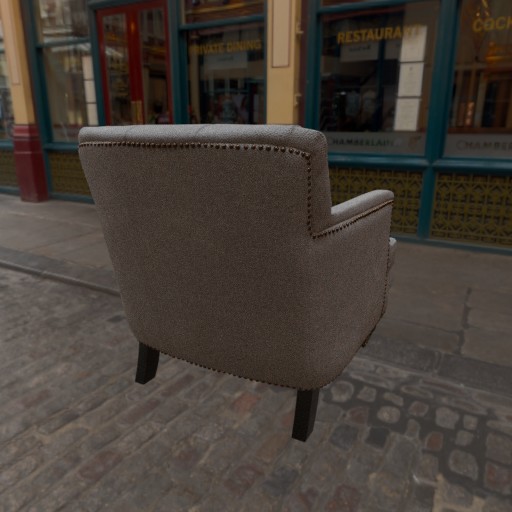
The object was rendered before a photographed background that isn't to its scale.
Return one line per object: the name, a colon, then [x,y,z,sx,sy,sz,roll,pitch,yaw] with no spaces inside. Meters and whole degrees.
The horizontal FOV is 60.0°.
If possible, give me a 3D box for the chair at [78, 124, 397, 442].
chair: [0.000,0.000,1.465,0.737,0.823,0.902,9,18,28]
